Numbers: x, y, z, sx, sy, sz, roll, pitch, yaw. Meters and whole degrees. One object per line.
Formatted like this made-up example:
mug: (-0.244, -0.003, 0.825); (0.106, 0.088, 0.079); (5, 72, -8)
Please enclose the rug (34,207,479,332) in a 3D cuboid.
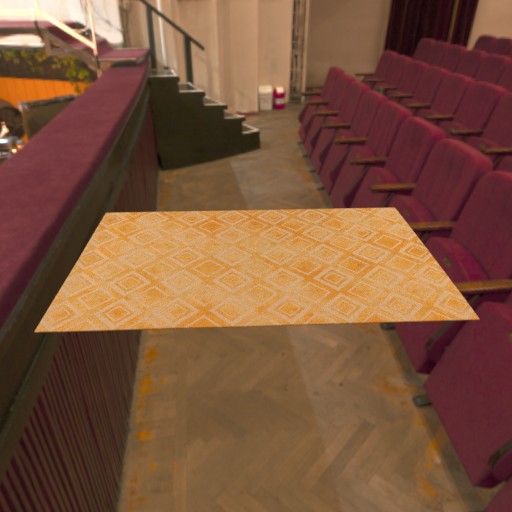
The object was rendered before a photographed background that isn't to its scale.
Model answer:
rug: (0.000, 0.000, 3.054); (2.424, 0.010, 1.511); (-1, 30, -2)
